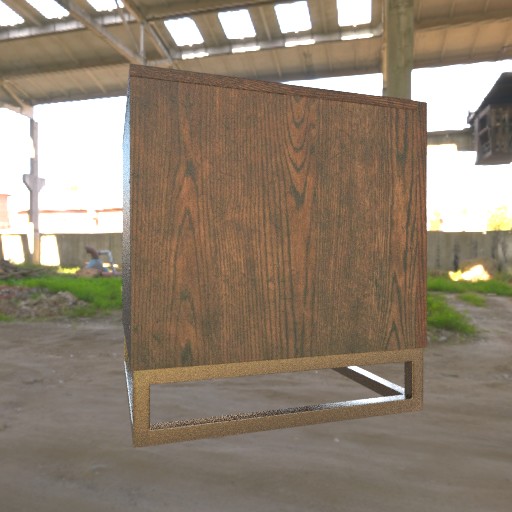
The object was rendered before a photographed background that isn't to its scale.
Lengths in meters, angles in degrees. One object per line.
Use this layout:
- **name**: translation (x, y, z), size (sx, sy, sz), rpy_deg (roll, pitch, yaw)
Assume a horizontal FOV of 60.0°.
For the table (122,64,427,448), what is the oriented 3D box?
- **table**: translation (0.000, 0.000, 0.995), size (0.566, 0.582, 0.506), rpy_deg (0, 0, -18)
